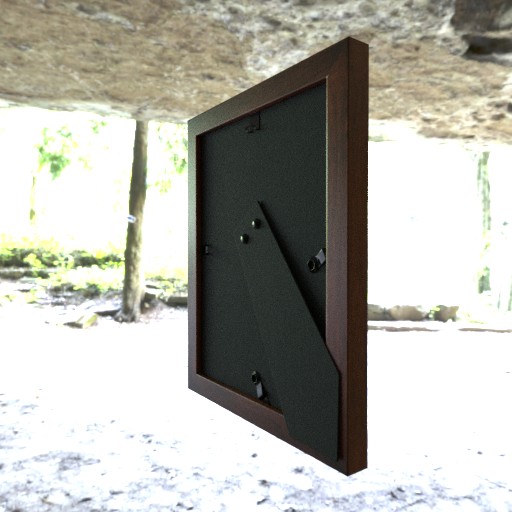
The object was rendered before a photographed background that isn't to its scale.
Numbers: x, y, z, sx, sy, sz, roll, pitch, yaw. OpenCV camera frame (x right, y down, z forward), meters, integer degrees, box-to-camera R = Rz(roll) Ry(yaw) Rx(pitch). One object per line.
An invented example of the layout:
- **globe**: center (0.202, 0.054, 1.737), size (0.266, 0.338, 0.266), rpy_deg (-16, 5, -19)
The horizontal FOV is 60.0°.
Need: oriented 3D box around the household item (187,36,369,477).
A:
- **household item**: center (0.000, 0.000, 0.337), size (0.020, 0.250, 0.200), rpy_deg (0, 1, -36)
